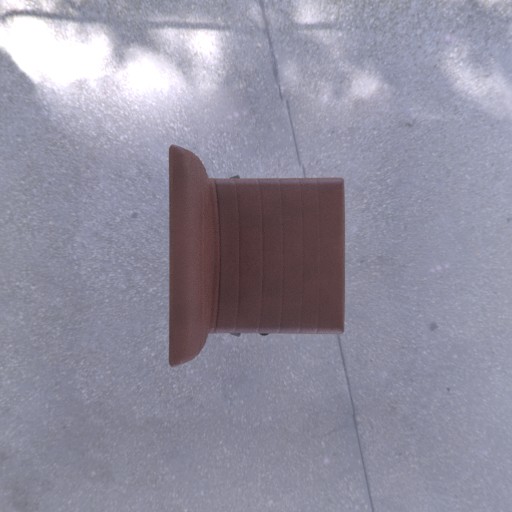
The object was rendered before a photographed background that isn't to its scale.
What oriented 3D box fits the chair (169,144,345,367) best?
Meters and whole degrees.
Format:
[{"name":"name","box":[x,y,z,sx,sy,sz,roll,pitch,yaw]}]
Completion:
[{"name":"chair","box":[0.000,0.000,1.153,0.530,0.780,0.556,0,90,-1]}]
